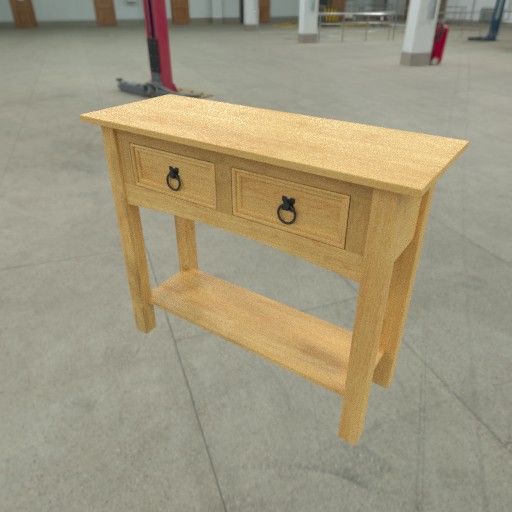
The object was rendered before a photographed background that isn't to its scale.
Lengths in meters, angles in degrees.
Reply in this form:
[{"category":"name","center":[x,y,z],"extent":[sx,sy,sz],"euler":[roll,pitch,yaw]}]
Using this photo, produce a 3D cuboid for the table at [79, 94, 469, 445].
[{"category":"table","center":[0.000,0.000,1.255],"extent":[0.900,0.728,0.340],"euler":[19,36,29]}]
